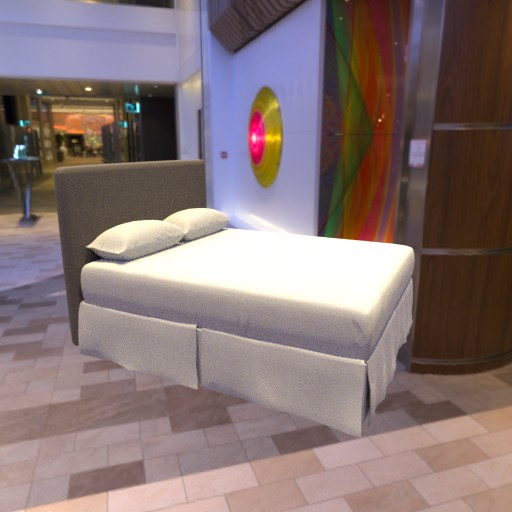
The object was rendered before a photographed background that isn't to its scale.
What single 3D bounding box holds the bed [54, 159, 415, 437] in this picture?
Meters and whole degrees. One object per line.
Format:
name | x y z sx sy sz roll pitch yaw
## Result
bed | 0.000 0.000 3.281 2.142 1.330 1.748 7 16 25
